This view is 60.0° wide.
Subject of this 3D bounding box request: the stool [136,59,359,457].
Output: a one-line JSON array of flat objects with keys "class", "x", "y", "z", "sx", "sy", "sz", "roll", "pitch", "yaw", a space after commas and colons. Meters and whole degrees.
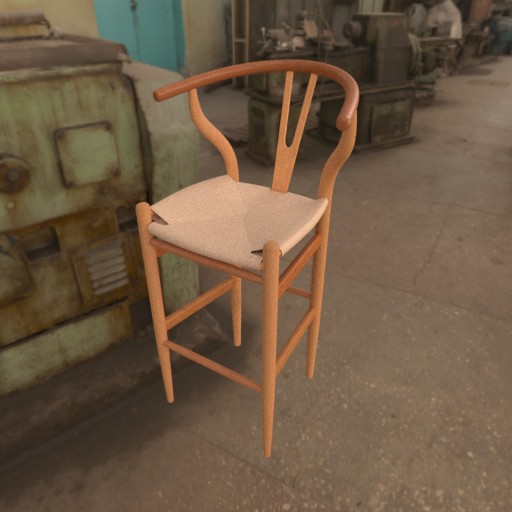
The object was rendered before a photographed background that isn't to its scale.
[{"class": "stool", "x": 0.000, "y": 0.000, "z": 1.381, "sx": 0.574, "sy": 1.068, "sz": 0.561, "roll": 18, "pitch": 36, "yaw": 27}]
